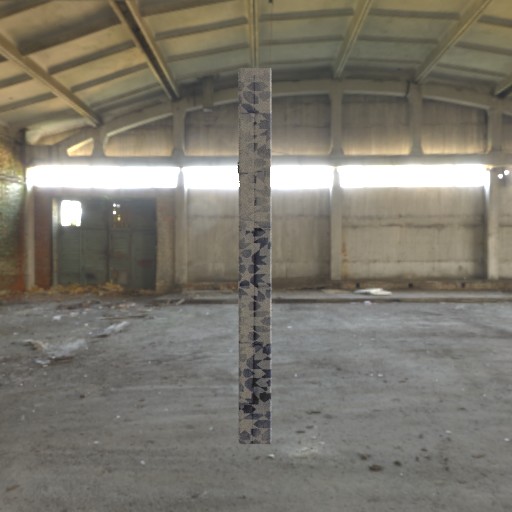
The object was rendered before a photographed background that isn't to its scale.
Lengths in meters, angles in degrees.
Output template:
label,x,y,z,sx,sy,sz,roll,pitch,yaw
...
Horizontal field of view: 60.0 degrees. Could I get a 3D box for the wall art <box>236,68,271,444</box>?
label,x,y,z,sx,sy,sz,roll,pitch,yaw
wall art,0.000,0.000,1.166,0.057,0.608,0.911,0,0,1
